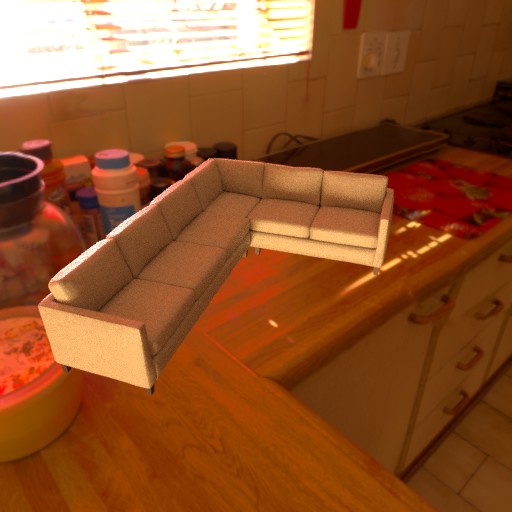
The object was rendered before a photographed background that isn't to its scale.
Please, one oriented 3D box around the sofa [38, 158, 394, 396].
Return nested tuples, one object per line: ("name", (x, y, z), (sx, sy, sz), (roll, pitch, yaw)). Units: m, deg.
("sofa", (0.000, 0.000, 4.528), (2.522, 0.934, 3.333), (10, 32, 16))
